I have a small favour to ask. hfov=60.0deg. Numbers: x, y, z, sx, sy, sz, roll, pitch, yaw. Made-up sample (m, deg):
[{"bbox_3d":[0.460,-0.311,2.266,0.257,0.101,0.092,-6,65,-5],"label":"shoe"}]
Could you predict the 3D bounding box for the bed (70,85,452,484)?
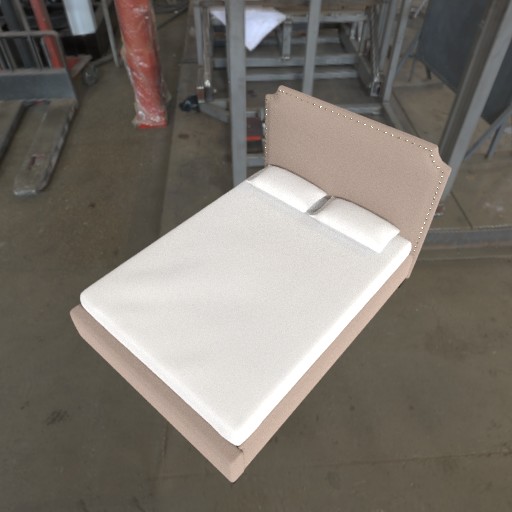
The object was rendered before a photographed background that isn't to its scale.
[{"bbox_3d":[0.000,0.000,3.376,1.713,1.443,2.372,32,54,27],"label":"bed"}]
